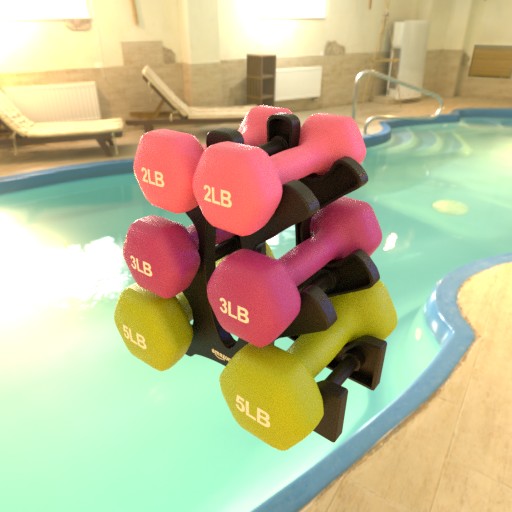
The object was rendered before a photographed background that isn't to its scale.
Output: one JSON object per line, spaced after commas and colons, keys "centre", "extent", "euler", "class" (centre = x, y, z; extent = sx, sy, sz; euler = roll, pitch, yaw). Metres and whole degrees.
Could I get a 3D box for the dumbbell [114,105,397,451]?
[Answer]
{"centre": [0.000, 0.000, 0.440], "extent": [0.257, 0.261, 0.203], "euler": [21, 35, 33], "class": "dumbbell"}
